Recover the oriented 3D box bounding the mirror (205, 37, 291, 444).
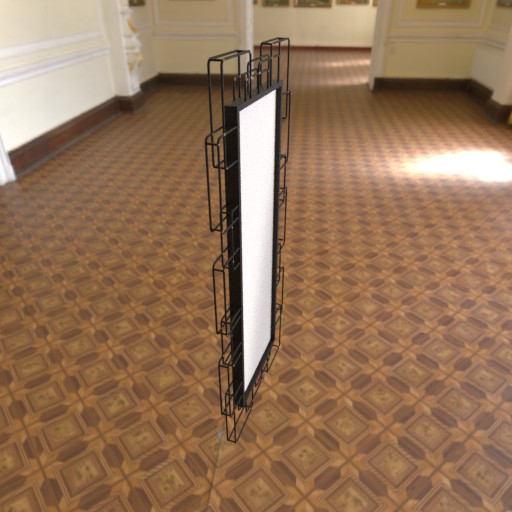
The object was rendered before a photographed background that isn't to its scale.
[{"bbox_3d":[0.000,0.000,1.383,0.037,1.192,0.565,10,32,17],"label":"mirror"}]
